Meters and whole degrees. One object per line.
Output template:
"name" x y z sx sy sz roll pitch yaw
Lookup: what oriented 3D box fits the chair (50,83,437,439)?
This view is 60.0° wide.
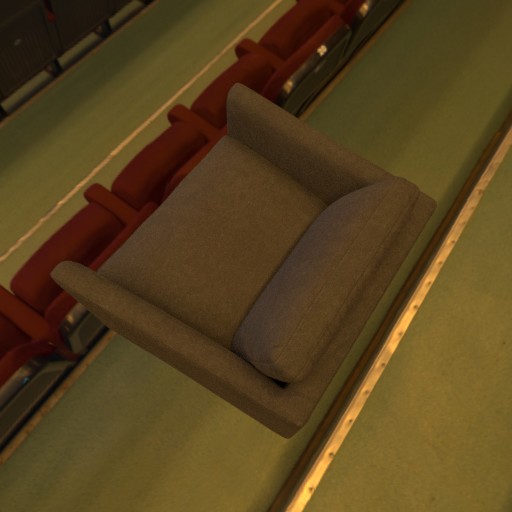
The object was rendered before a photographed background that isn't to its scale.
"chair" 0.000 0.000 1.930 1.091 0.845 1.190 32 68 14
